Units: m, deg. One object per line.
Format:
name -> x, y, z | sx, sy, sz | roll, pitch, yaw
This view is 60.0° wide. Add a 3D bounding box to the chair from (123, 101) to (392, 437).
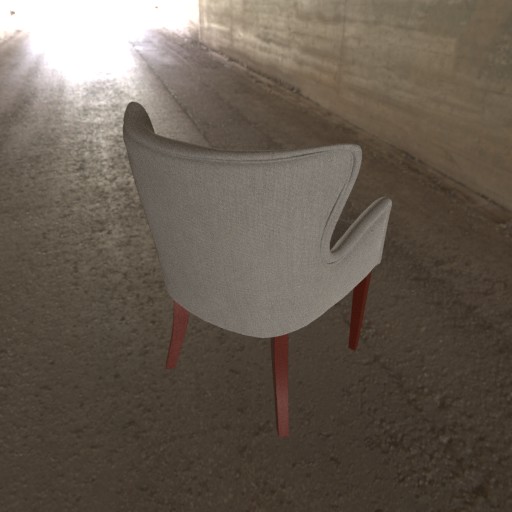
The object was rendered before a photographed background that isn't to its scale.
chair -> 0.000, 0.000, 1.463 | 0.732, 0.948, 0.677 | 20, 36, 30
